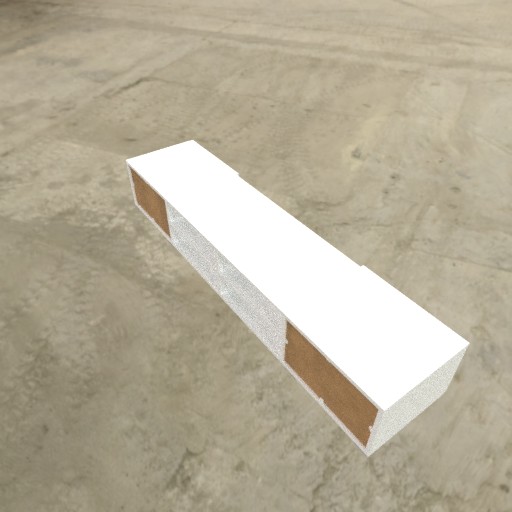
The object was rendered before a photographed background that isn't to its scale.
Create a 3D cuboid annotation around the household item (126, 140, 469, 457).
[{"bbox_3d":[0.000,0.000,2.051,0.420,0.310,1.850,-25,47,-26],"label":"household item"}]
